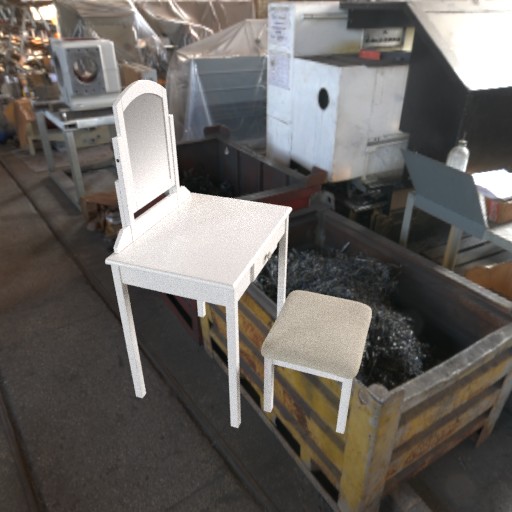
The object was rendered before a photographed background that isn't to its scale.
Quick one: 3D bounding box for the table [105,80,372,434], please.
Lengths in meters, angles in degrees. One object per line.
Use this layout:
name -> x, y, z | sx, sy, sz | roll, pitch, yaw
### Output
table -> 0.000, 0.000, 2.274 | 1.211, 1.631, 0.876 | 10, 32, 17
